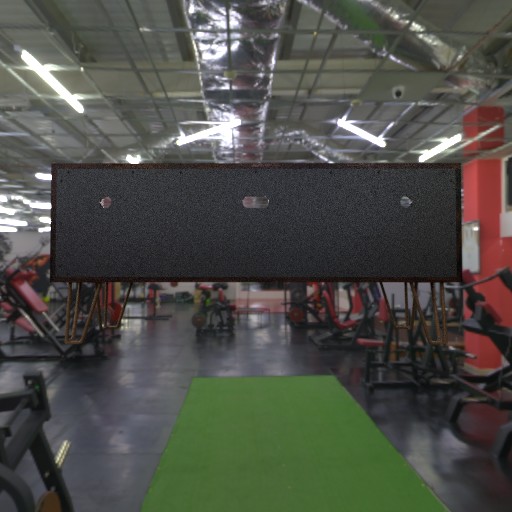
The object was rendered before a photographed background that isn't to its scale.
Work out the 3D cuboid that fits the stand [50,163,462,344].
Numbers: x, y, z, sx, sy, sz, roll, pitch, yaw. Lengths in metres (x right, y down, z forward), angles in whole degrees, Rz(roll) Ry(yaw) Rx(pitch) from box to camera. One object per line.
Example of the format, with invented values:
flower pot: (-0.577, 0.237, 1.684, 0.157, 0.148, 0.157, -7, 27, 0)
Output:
stand: (0.000, 0.000, 1.714, 1.372, 0.610, 0.481, 0, -2, 0)
